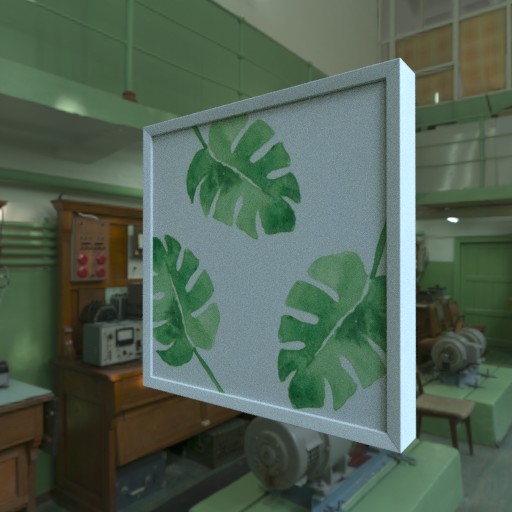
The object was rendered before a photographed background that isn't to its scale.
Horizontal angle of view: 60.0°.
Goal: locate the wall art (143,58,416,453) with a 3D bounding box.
[{"bbox_3d":[0.000,0.000,0.447,0.305,0.305,0.038,0,0,37],"label":"wall art"}]
